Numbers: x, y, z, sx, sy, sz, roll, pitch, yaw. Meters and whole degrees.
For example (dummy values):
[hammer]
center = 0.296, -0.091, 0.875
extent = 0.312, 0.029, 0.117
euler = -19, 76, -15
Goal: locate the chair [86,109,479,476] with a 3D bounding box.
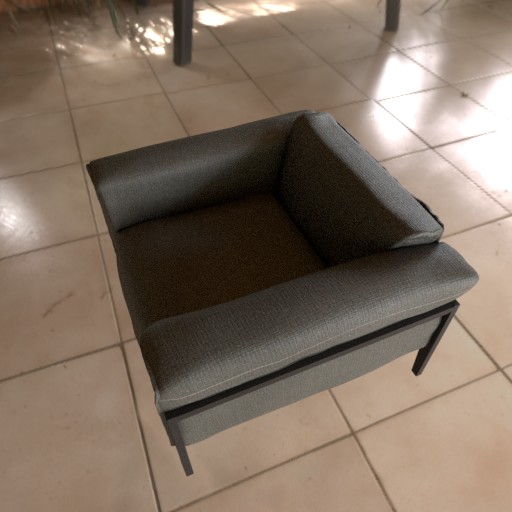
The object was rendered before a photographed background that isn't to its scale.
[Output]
[chair]
center = 0.000, 0.000, 1.611
extent = 0.969, 0.646, 1.056
euler = -17, 50, -15
